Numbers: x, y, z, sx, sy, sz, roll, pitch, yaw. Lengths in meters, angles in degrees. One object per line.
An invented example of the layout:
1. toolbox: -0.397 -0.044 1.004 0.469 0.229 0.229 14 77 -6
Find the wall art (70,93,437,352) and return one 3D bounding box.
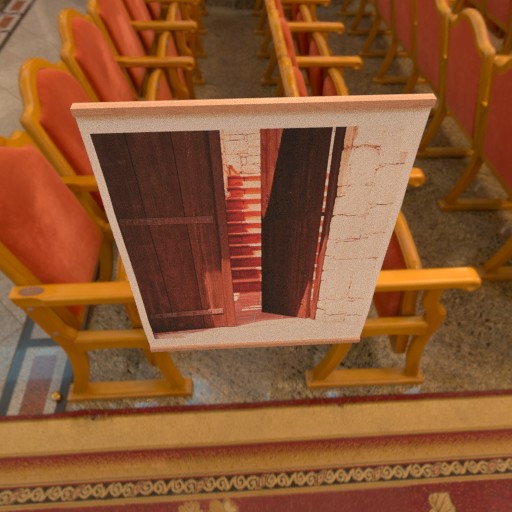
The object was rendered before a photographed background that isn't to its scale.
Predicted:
1. wall art: 0.000 0.000 0.680 0.406 0.508 0.013 -2 47 -2
